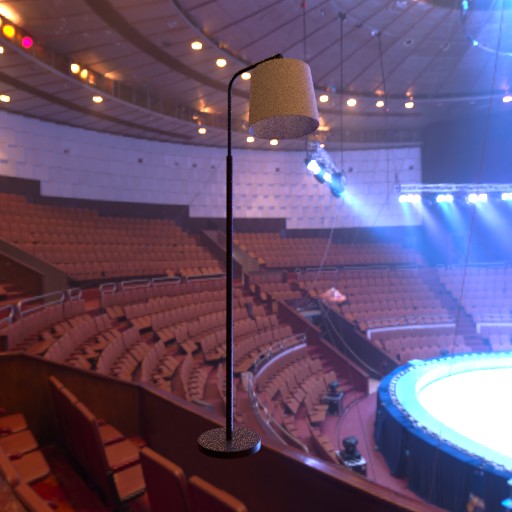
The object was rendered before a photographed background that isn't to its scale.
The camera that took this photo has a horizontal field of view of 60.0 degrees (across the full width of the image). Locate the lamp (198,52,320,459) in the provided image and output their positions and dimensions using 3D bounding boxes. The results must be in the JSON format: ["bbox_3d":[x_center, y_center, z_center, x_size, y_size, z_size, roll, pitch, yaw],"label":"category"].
[{"bbox_3d":[0.000,0.000,1.667,0.508,1.478,0.254,-1,-1,37],"label":"lamp"}]
